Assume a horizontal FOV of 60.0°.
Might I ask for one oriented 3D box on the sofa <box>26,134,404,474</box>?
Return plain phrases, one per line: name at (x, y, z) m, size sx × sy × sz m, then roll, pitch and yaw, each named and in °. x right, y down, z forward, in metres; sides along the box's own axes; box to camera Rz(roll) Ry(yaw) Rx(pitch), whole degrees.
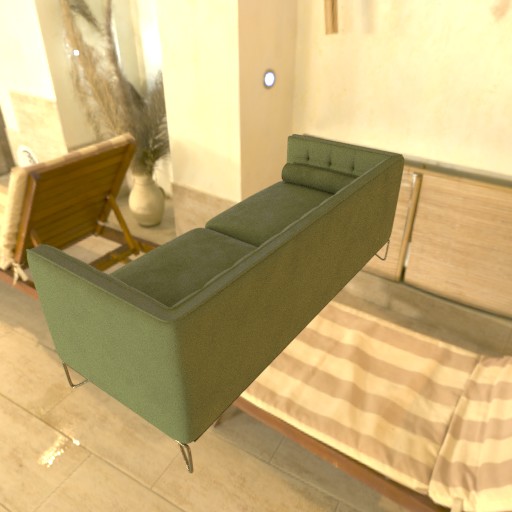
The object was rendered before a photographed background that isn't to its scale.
sofa at (0.000, 0.000, 2.489) m, size 0.867 × 0.789 × 2.087 m, roll 21°, pitch 37°, yaw 30°
